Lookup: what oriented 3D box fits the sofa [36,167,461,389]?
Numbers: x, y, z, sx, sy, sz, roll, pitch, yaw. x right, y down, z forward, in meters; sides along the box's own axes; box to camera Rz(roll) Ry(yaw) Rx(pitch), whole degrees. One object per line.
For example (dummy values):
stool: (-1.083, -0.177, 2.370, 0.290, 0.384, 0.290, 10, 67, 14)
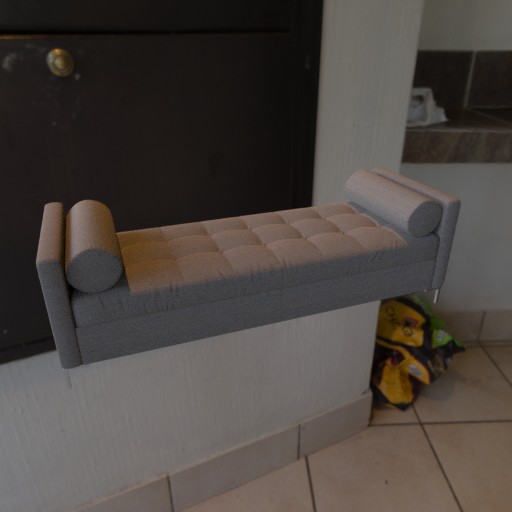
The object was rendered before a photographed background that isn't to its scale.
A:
sofa: (0.000, 0.000, 2.348, 1.981, 0.635, 0.686, -9, 28, -18)
